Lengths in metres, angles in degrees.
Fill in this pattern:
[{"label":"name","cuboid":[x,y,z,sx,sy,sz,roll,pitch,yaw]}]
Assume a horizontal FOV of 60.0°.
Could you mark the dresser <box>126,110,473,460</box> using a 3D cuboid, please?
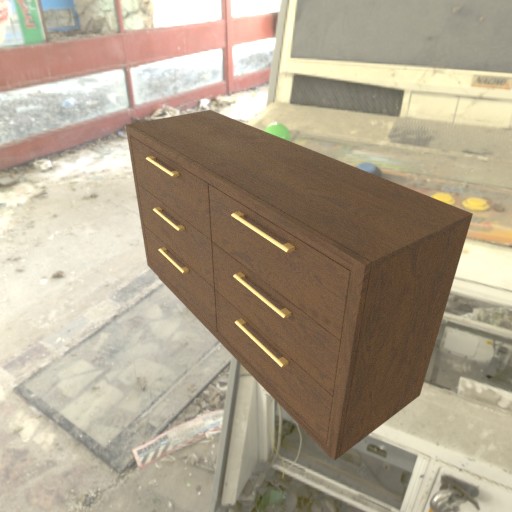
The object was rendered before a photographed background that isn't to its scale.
[{"label":"dresser","cuboid":[0.000,0.000,1.969,0.512,0.889,1.523,-21,38,-30]}]
